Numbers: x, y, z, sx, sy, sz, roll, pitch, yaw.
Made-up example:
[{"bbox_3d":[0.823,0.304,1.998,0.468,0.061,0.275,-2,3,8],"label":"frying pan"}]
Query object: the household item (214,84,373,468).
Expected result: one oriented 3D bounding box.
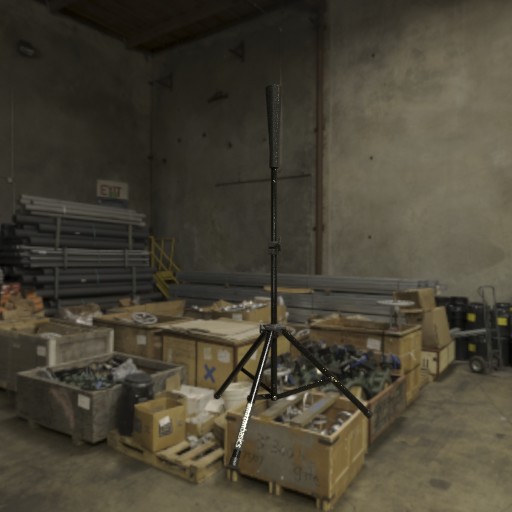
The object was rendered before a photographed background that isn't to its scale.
[{"bbox_3d":[0.000,0.000,1.397,0.559,1.067,0.559,0,0,36],"label":"household item"}]
